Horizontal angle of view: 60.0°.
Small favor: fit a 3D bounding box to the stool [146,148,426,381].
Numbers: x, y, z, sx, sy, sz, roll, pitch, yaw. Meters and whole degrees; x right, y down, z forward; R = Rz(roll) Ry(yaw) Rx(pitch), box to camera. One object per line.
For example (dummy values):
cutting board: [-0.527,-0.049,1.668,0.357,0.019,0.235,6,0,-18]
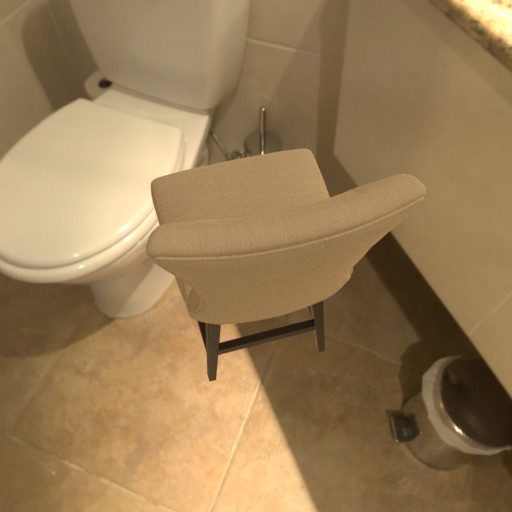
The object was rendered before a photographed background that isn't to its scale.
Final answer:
stool: [0.000,0.000,1.296,0.514,1.000,0.574,-13,59,-8]
